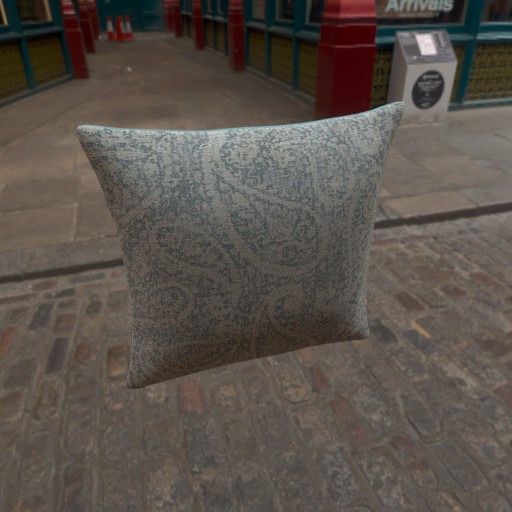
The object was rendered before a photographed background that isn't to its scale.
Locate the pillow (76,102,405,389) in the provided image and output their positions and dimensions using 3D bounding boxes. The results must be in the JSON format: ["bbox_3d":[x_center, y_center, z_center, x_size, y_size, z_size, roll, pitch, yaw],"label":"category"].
[{"bbox_3d":[0.000,0.000,0.804,0.526,0.507,0.166,-9,32,-15],"label":"pillow"}]
